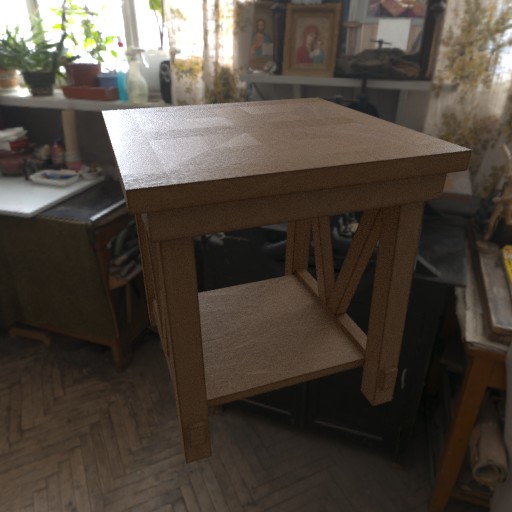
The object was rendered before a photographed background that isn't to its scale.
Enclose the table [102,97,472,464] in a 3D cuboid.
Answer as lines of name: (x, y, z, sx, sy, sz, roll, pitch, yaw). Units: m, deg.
table: (0.000, 0.000, 1.116, 0.610, 0.638, 0.612, -10, 30, -17)
